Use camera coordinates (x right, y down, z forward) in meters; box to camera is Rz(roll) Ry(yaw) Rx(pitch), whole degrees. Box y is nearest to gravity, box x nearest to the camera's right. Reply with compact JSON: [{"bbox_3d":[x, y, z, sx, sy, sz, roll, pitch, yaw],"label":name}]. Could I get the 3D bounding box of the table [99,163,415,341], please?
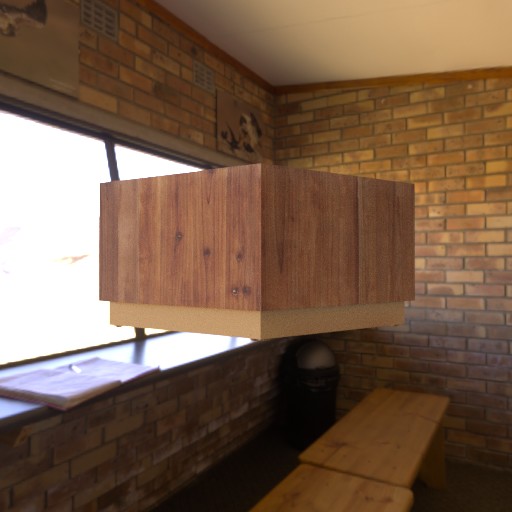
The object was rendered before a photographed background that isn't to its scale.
[{"bbox_3d":[0.000,0.000,1.690,1.000,0.456,1.154,0,-1,-1],"label":"table"}]
